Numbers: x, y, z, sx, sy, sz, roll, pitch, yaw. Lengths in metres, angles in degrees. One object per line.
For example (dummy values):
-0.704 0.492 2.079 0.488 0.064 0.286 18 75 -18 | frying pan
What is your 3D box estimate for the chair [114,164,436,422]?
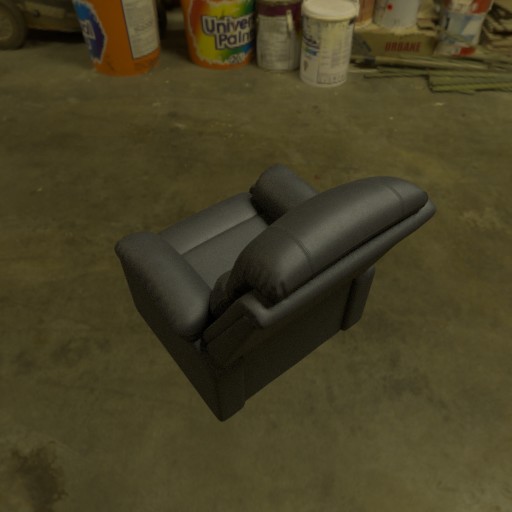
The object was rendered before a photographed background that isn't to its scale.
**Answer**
0.000 0.000 1.699 0.855 0.992 0.919 -30 54 -25 | chair
